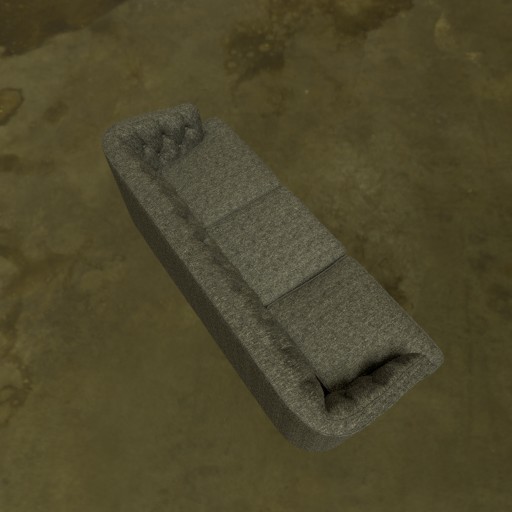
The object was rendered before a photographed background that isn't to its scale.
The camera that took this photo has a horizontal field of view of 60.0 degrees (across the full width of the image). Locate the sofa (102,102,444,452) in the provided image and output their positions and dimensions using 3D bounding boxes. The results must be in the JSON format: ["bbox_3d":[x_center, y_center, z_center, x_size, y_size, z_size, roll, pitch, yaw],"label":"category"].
[{"bbox_3d":[0.000,0.000,2.731,0.941,0.855,2.278,-32,65,-17],"label":"sofa"}]
